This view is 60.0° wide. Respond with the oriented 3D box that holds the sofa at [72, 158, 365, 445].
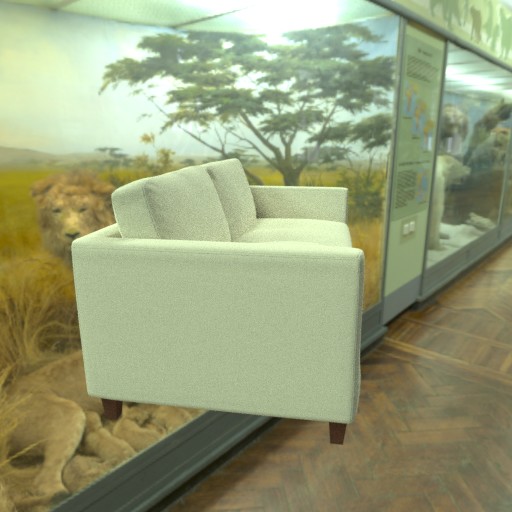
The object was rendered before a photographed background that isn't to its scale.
[{"bbox_3d":[0.000,0.000,2.197,0.964,0.888,1.702,3,16,9],"label":"sofa"}]
